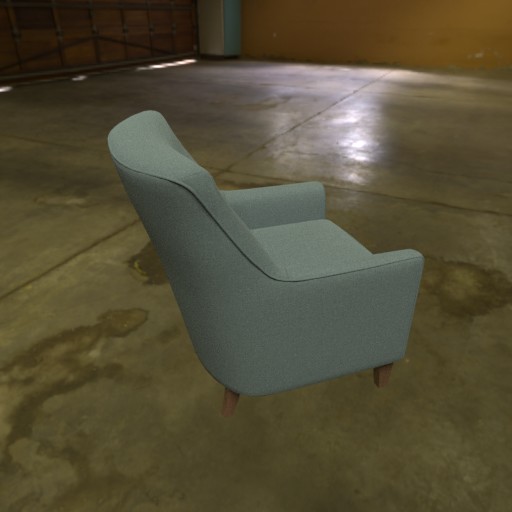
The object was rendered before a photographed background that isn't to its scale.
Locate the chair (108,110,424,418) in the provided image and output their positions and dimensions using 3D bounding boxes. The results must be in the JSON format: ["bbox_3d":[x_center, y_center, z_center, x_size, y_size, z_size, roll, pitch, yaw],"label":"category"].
[{"bbox_3d":[0.000,0.000,1.582,0.879,0.916,0.756,-10,30,-17],"label":"chair"}]
